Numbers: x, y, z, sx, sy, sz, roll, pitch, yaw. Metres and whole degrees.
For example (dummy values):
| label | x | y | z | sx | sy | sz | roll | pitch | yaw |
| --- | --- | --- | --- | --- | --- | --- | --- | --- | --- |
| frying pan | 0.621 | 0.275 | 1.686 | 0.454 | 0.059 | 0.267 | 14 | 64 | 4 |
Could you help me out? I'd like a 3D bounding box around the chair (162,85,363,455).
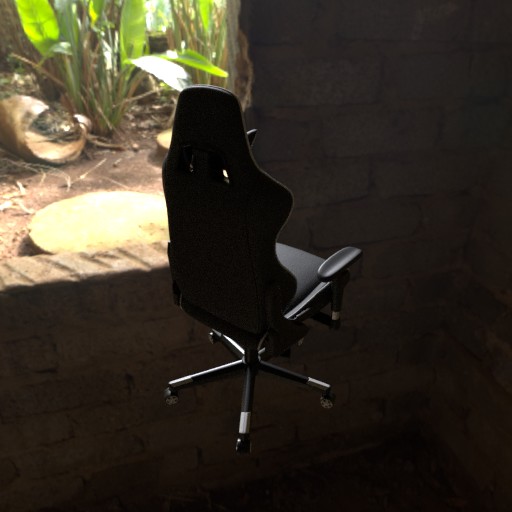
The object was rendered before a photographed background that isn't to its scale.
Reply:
| label | x | y | z | sx | sy | sz | roll | pitch | yaw |
| --- | --- | --- | --- | --- | --- | --- | --- | --- | --- |
| chair | 0.000 | 0.000 | 1.653 | 0.700 | 1.240 | 0.700 | 21 | 35 | 33 |
